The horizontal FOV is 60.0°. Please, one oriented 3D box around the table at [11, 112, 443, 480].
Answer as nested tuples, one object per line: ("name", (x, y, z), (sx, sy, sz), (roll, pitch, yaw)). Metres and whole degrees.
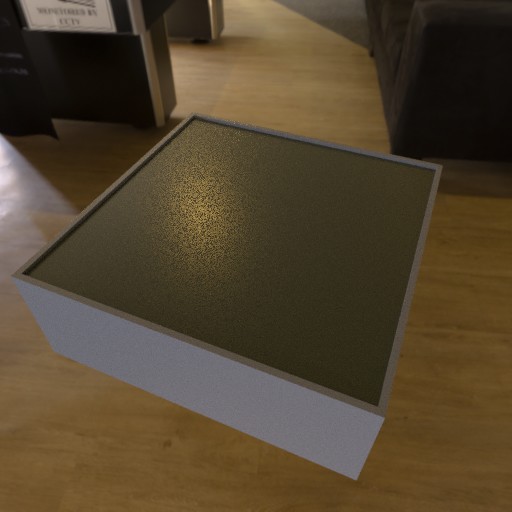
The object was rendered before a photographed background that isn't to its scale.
("table", (0.000, 0.000, 1.203), (0.801, 0.299, 0.801), (17, 47, 16))
